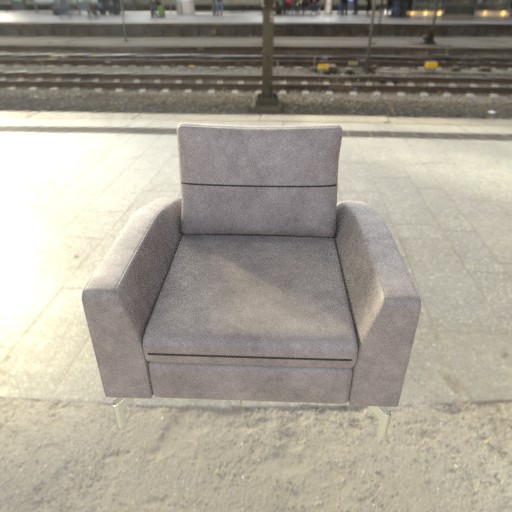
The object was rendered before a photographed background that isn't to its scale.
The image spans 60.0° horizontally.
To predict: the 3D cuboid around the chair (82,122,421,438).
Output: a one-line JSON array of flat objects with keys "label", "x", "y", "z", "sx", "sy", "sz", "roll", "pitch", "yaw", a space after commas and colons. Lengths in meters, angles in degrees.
[{"label": "chair", "x": 0.000, "y": 0.000, "z": 1.578, "sx": 0.900, "sy": 0.800, "sz": 0.900, "roll": 1, "pitch": 31, "yaw": 2}]
